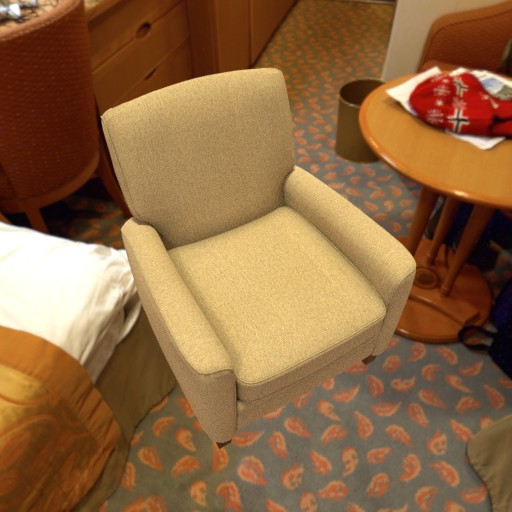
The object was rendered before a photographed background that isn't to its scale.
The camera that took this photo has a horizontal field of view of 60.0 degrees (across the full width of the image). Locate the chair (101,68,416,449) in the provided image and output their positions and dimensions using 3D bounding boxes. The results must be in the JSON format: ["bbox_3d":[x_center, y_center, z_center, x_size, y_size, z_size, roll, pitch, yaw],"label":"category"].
[{"bbox_3d":[0.000,0.000,1.625,0.848,1.014,0.864,-23,51,-20],"label":"chair"}]
